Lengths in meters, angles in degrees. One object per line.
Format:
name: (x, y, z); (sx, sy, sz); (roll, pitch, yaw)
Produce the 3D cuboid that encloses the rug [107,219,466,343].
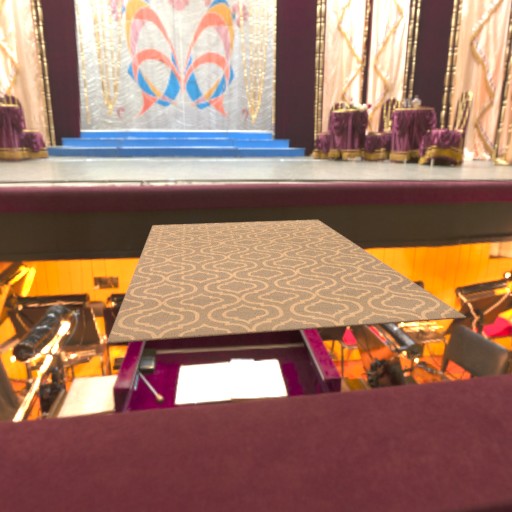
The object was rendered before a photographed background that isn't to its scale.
rug: (0.000, 0.000, 2.209); (1.141, 0.015, 1.749); (-2, 15, -8)
